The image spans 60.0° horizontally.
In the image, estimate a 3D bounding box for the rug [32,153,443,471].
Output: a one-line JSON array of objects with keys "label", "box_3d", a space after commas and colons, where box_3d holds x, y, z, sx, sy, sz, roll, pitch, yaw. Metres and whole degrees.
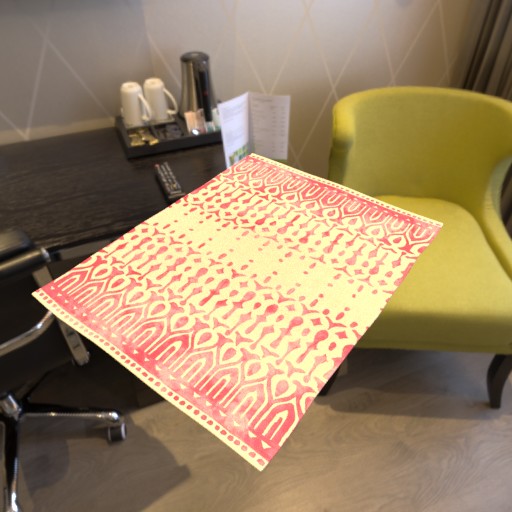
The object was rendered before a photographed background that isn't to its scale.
[{"label": "rug", "box_3d": [0.000, 0.000, 4.093, 2.441, 0.016, 3.095, 27, 48, 27]}]
